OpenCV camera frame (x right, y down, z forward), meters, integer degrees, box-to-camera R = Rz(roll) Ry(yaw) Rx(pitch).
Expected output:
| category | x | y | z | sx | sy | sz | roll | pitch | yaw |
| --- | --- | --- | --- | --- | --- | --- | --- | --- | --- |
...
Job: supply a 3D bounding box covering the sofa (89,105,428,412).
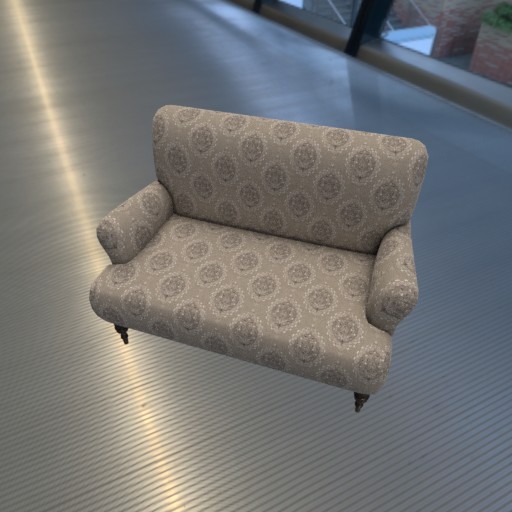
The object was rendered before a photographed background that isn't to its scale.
| category | x | y | z | sx | sy | sz | roll | pitch | yaw |
| --- | --- | --- | --- | --- | --- | --- | --- | --- | --- |
| sofa | 0.000 | 0.000 | 1.877 | 1.297 | 0.889 | 0.779 | 12 | 42 | 14 |
